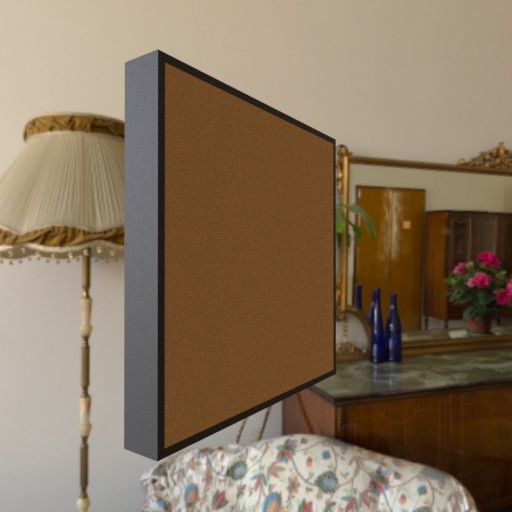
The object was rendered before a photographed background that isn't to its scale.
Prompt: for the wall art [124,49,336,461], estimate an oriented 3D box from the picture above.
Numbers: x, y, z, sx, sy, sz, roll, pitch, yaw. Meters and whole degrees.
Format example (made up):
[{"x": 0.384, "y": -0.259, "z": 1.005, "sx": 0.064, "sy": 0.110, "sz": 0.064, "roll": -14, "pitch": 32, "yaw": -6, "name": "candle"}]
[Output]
[{"x": 0.000, "y": 0.000, "z": 0.462, "sx": 0.038, "sy": 0.304, "sz": 0.304, "roll": 0, "pitch": 0, "yaw": 35, "name": "wall art"}]
